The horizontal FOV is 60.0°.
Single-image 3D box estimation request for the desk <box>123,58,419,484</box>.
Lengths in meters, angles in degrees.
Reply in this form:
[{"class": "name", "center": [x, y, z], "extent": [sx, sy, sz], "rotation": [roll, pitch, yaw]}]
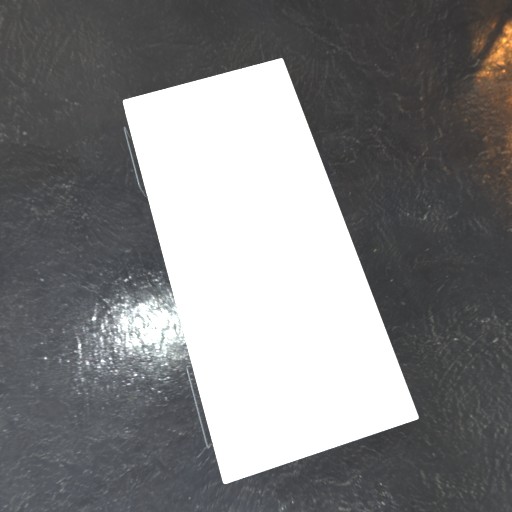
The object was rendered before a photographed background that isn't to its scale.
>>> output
[{"class": "desk", "center": [0.000, 0.000, 2.252], "extent": [0.900, 0.455, 1.900], "rotation": [-17, 76, -4]}]
